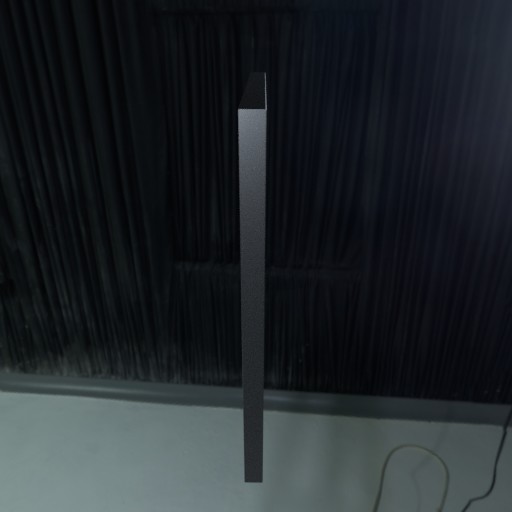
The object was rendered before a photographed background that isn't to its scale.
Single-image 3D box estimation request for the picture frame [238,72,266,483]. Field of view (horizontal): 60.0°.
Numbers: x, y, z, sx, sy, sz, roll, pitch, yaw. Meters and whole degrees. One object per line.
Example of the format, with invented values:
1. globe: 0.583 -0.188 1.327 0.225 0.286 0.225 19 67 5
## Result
1. picture frame: 0.000 0.000 0.769 0.028 0.556 0.460 0 27 1
